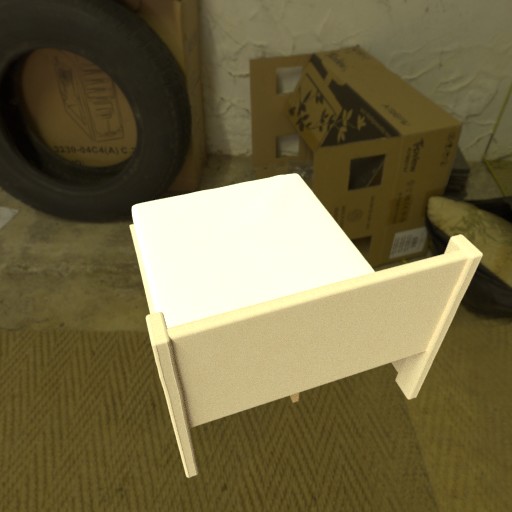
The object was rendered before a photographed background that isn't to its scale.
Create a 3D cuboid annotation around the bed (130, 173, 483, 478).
[{"bbox_3d":[0.000,0.000,3.435,1.778,1.471,2.293,-13,44,-14],"label":"bed"}]
